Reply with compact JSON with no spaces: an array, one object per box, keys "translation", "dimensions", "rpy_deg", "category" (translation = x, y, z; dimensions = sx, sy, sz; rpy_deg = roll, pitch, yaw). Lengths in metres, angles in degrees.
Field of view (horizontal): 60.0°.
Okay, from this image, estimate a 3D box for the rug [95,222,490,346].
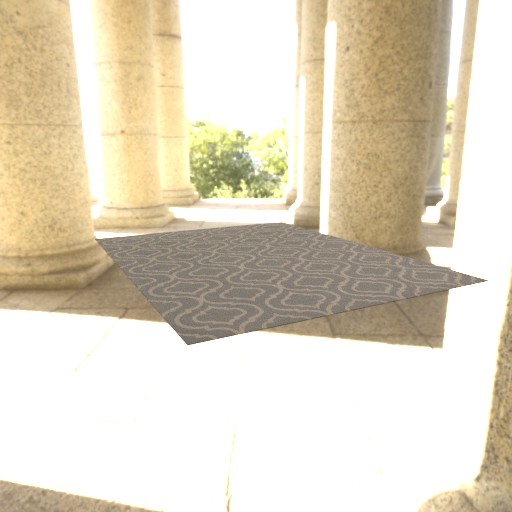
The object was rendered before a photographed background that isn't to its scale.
[{"translation":[0.000,0.000,3.911],"dimensions":[2.283,0.006,2.892],"rpy_deg":[-7,16,-27],"category":"rug"}]
